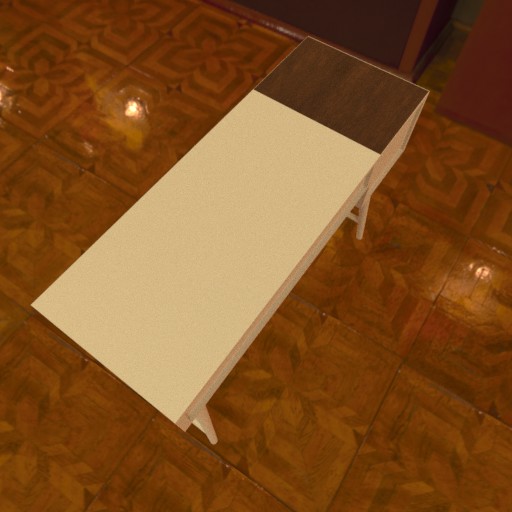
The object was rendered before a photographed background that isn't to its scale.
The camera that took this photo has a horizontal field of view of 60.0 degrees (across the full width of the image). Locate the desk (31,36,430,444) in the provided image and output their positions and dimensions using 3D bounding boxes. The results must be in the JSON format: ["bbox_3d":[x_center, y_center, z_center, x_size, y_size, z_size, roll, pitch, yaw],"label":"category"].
[{"bbox_3d":[0.000,0.000,1.411,0.409,0.761,1.069,33,67,16],"label":"desk"}]
